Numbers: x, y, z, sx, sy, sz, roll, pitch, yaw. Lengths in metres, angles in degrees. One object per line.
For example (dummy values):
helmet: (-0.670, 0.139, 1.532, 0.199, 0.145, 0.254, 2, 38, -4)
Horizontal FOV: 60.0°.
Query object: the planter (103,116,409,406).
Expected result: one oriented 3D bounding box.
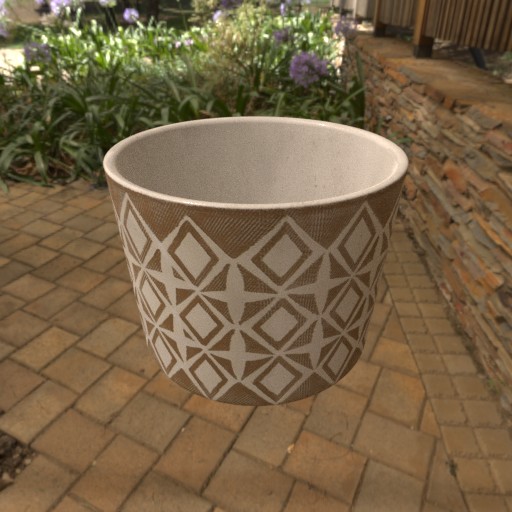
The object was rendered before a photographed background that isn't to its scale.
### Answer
planter: (0.000, 0.000, 0.448, 0.260, 0.220, 0.260, 0, 30, 0)
